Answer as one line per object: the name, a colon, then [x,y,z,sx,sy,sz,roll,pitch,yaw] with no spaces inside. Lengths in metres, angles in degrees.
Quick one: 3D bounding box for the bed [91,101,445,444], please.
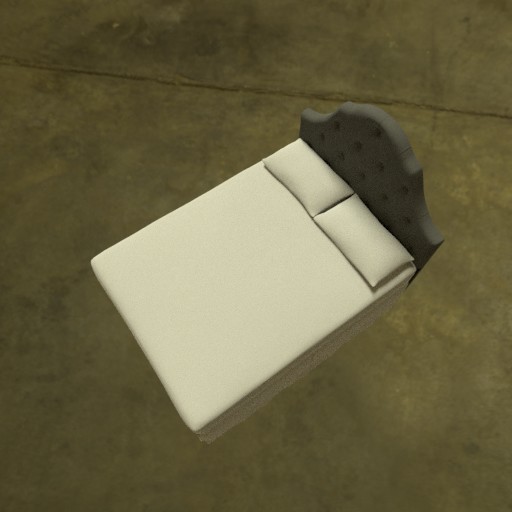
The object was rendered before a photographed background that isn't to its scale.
bed: [0.000,0.000,3.297,2.155,1.575,1.636,-33,68,-15]
